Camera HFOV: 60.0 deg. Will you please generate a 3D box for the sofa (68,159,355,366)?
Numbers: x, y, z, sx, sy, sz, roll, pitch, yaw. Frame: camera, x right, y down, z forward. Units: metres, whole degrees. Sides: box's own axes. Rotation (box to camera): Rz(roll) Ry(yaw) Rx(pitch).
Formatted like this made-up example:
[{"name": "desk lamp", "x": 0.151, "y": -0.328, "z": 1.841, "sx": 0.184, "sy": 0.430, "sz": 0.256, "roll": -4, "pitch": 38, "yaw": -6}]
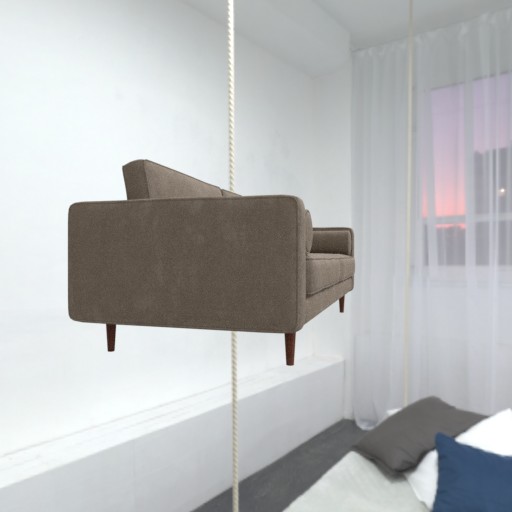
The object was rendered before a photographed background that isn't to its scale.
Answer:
[{"name": "sofa", "x": 0.000, "y": 0.000, "z": 2.403, "sx": 0.920, "sy": 0.769, "sz": 1.883, "roll": 0, "pitch": 0, "yaw": 18}]
